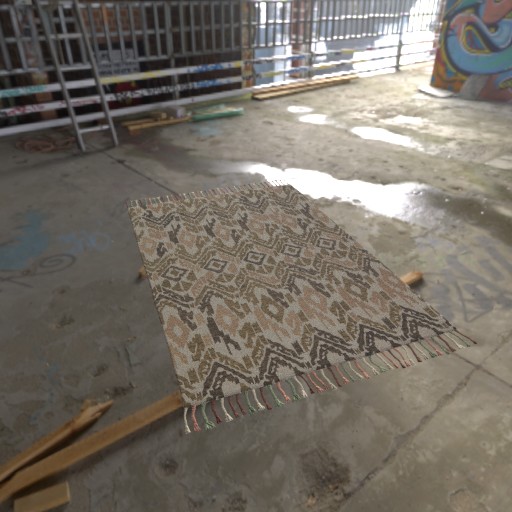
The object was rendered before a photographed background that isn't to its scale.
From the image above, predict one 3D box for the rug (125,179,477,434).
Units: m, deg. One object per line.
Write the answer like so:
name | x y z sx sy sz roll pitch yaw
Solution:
rug | 0.000 0.000 3.008 1.524 0.008 2.438 -11 33 -17
